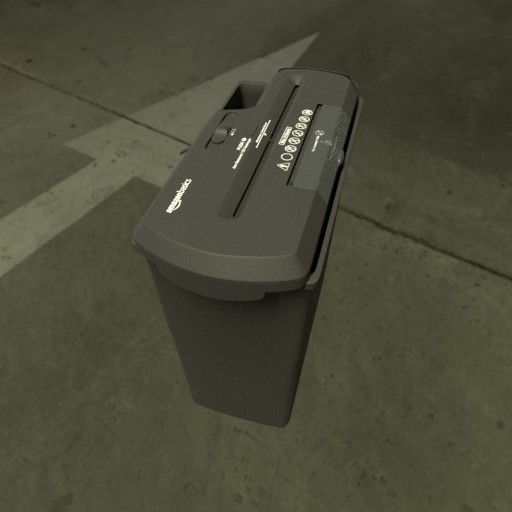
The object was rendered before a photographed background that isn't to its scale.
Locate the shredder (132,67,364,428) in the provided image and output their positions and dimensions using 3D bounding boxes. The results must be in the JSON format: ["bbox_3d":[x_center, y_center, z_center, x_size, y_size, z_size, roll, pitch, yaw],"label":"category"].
[{"bbox_3d":[0.000,0.000,0.519,0.170,0.335,0.320,12,48,11],"label":"shredder"}]
